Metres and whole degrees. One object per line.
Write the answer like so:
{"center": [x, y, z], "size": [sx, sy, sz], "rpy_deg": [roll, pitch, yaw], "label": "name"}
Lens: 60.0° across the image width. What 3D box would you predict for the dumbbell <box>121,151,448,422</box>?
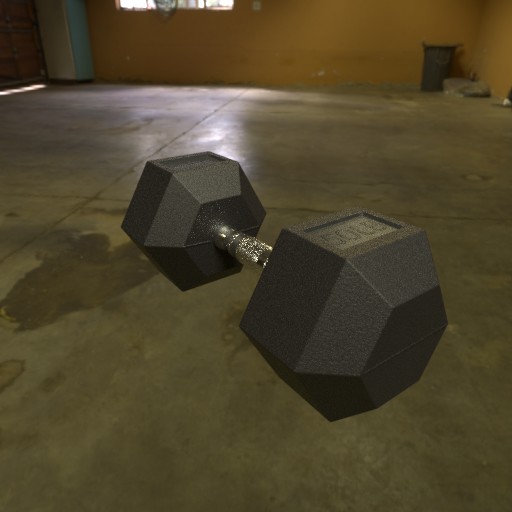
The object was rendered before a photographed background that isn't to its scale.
{"center": [0.000, 0.000, 0.470], "size": [0.173, 0.150, 0.384], "rpy_deg": [-18, 32, -32], "label": "dumbbell"}
